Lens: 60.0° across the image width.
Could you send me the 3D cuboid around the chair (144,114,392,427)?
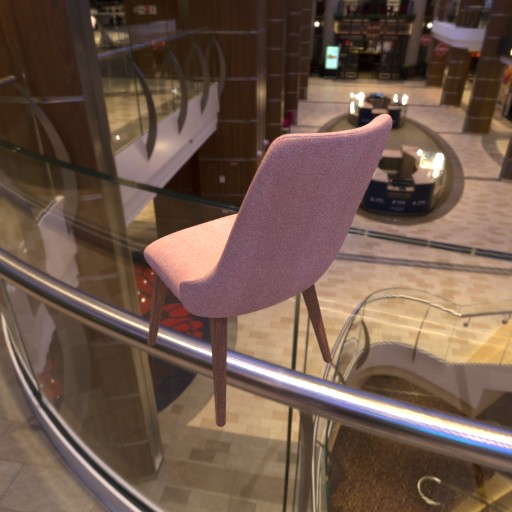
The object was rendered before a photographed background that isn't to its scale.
[{"bbox_3d":[0.000,0.000,1.356,0.535,0.918,0.707,-20,36,-30],"label":"chair"}]
